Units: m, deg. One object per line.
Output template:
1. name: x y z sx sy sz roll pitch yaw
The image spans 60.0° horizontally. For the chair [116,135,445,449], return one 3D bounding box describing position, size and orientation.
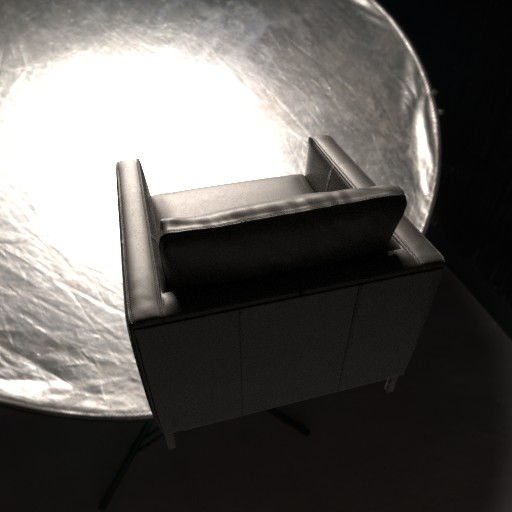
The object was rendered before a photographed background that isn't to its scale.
1. chair: 0.000 0.000 1.536 0.967 0.824 0.861 -10 41 -12
